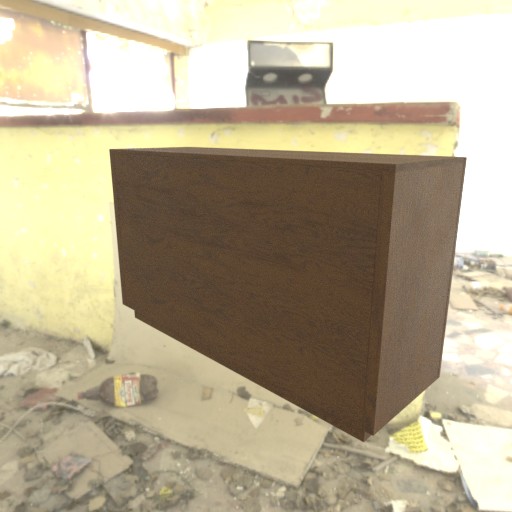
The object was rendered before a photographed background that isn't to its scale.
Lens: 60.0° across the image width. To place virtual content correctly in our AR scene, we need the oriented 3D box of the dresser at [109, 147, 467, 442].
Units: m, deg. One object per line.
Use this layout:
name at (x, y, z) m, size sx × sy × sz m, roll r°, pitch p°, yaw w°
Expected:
dresser at (0.000, 0.000, 1.945) m, size 0.512 × 0.889 × 1.523 m, roll -15°, pitch 22°, yaw -43°
